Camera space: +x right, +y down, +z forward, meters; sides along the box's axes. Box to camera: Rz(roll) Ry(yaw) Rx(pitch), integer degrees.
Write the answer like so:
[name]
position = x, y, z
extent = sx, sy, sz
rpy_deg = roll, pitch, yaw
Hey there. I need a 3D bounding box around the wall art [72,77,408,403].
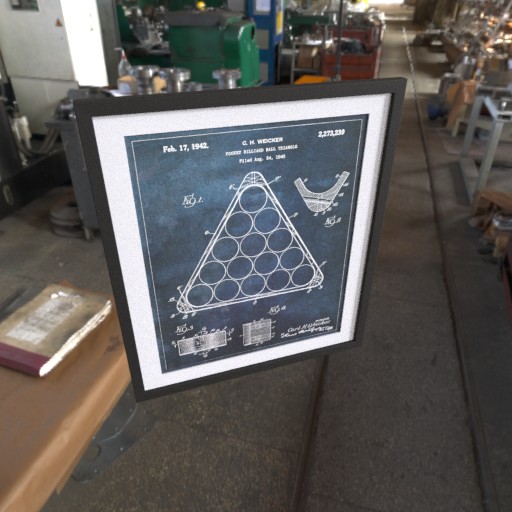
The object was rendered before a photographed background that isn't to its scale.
[wall art]
position = 0.000, 0.000, 1.196
extent = 0.755, 0.863, 0.028
rpy_deg = -10, 33, -16
